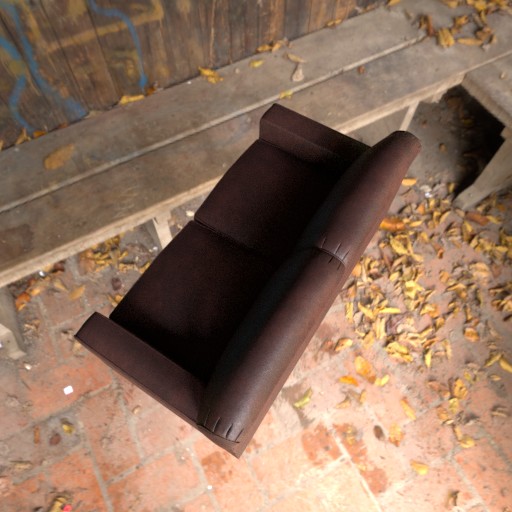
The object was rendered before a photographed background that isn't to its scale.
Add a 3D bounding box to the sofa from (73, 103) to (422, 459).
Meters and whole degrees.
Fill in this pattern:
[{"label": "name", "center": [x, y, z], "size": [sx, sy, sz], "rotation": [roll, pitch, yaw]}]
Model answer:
[{"label": "sofa", "center": [0.000, 0.000, 2.493], "size": [1.000, 0.966, 1.856], "rotation": [30, 66, 14]}]
